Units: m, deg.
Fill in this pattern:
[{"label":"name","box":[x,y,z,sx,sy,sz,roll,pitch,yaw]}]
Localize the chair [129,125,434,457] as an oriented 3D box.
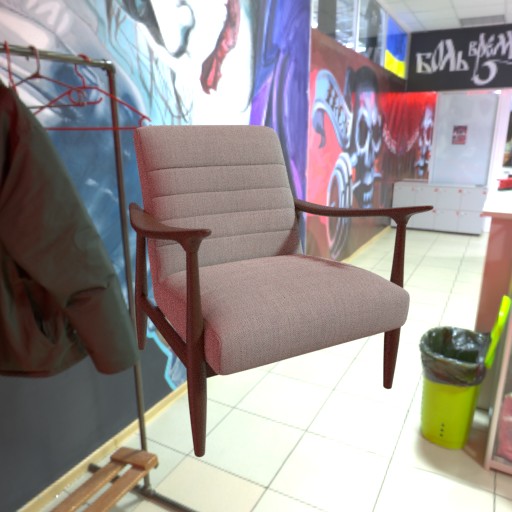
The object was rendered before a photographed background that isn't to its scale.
[{"label":"chair","box":[0.000,0.000,1.437,0.741,0.832,0.798,-8,17,-28]}]
